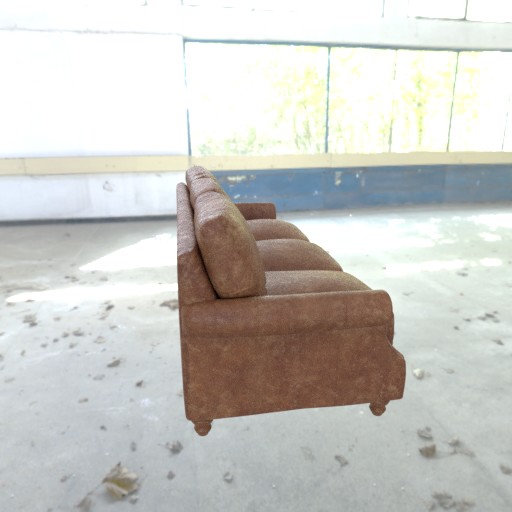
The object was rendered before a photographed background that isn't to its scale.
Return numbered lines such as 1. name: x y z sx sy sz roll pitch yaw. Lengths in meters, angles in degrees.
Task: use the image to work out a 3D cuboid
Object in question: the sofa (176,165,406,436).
1. sofa: 0.000 0.000 2.801 0.973 0.977 2.351 -3 17 -9
